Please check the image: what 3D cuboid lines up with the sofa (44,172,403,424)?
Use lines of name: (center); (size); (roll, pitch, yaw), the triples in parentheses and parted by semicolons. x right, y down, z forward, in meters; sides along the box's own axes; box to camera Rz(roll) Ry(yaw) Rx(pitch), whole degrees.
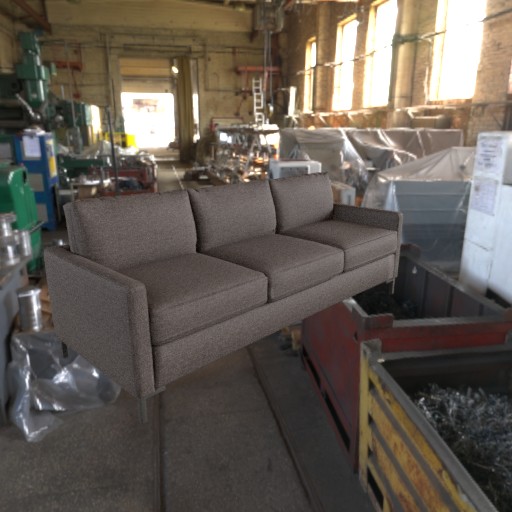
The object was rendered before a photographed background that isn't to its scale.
sofa: (0.000, 0.000, 2.774); (0.876, 0.882, 2.253); (15, 22, 42)
